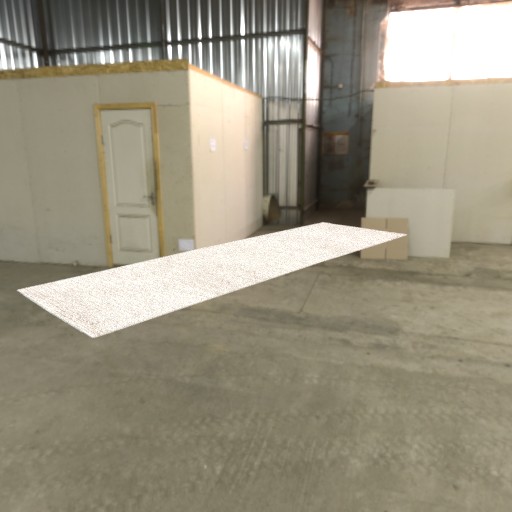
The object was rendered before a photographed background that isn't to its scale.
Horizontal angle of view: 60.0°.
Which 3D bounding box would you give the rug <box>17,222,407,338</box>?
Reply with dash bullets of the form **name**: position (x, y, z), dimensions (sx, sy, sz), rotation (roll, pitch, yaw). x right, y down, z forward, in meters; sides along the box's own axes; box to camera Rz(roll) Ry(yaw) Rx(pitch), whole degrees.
- **rug**: position (0.000, 0.000, 2.550), dimensions (0.712, 0.013, 2.346), rotation (14, 20, 42)
